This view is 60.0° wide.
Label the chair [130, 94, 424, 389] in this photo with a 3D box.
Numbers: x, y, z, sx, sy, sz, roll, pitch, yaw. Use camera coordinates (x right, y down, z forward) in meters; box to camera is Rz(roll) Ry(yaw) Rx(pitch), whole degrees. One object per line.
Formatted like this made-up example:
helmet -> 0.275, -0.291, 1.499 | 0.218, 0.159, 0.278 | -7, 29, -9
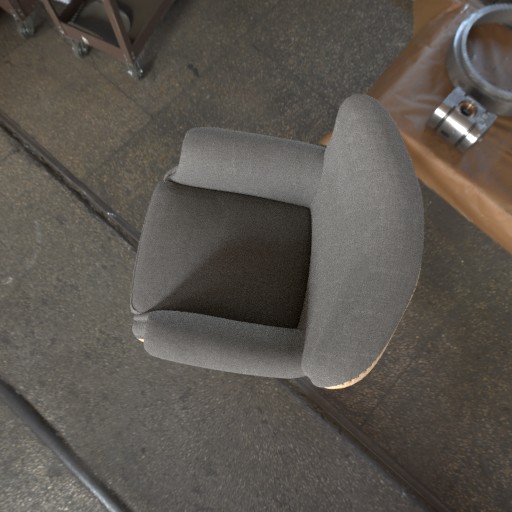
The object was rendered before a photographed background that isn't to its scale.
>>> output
chair -> 0.000, 0.000, 1.636 | 0.921, 0.936, 0.861 | 8, 75, 2
